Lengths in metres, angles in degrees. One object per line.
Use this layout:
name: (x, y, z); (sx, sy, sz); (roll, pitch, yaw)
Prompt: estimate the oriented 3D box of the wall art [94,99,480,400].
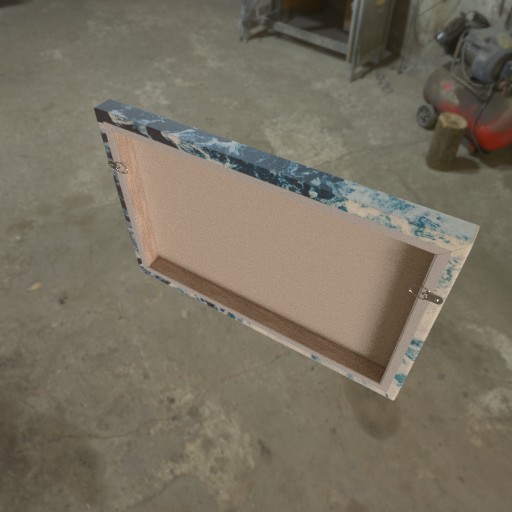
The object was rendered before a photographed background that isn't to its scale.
wall art: (0.000, 0.000, 0.779); (0.609, 0.407, 0.043); (24, 51, 21)
